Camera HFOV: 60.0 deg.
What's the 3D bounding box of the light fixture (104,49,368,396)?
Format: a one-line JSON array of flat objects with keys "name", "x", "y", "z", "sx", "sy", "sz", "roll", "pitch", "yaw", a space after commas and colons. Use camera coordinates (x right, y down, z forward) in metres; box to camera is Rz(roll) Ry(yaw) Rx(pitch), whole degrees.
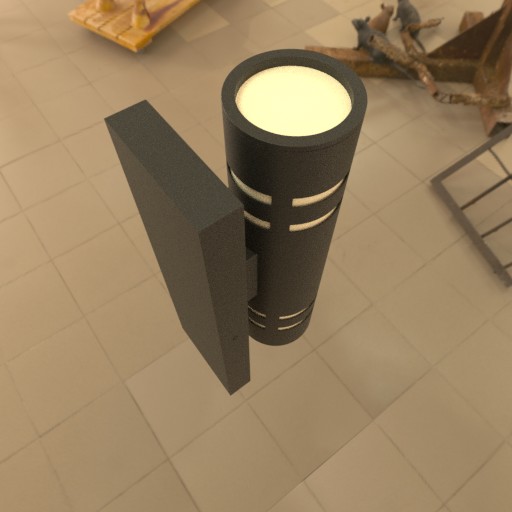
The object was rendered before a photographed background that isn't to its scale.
[{"name": "light fixture", "x": 0.000, "y": 0.000, "z": 0.406, "sx": 0.149, "sy": 0.330, "sz": 0.105, "roll": -33, "pitch": 64, "yaw": -18}]
